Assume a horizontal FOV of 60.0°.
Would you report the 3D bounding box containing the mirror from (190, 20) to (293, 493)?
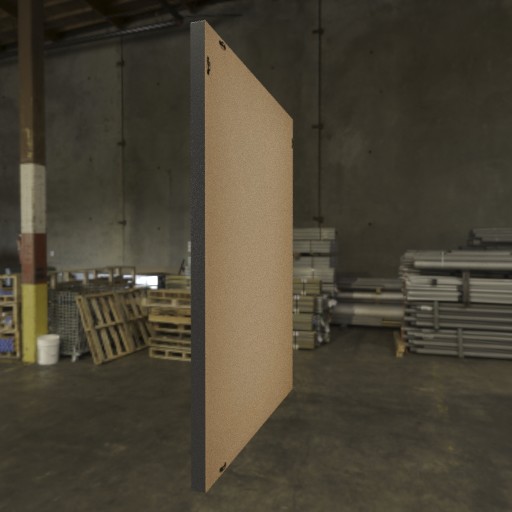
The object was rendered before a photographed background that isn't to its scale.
[{"bbox_3d":[0.000,0.000,1.317,0.040,1.016,0.762,0,1,19],"label":"mirror"}]
